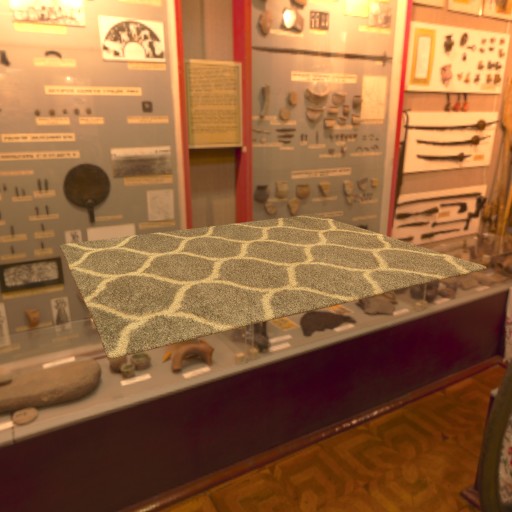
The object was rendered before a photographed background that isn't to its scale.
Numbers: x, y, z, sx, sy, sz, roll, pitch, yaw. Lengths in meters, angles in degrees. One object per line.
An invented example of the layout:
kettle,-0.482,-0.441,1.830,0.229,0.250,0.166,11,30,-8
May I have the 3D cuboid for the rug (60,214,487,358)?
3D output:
rug,0.000,0.000,3.929,3.000,0.026,2.399,-9,19,-27
